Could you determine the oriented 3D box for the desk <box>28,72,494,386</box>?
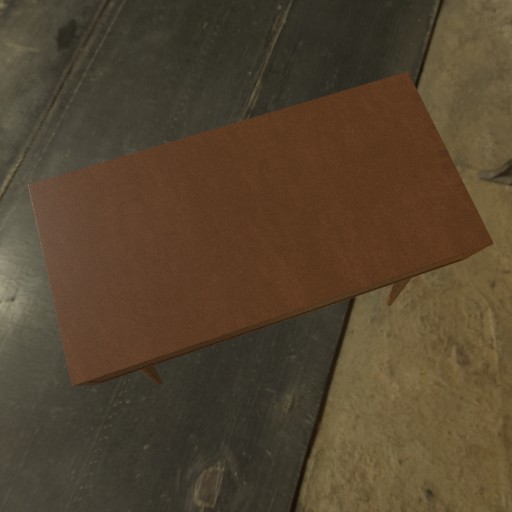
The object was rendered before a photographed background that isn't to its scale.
[{"bbox_3d":[0.000,0.000,1.365,0.949,0.758,0.510,-18,76,-5],"label":"desk"}]
